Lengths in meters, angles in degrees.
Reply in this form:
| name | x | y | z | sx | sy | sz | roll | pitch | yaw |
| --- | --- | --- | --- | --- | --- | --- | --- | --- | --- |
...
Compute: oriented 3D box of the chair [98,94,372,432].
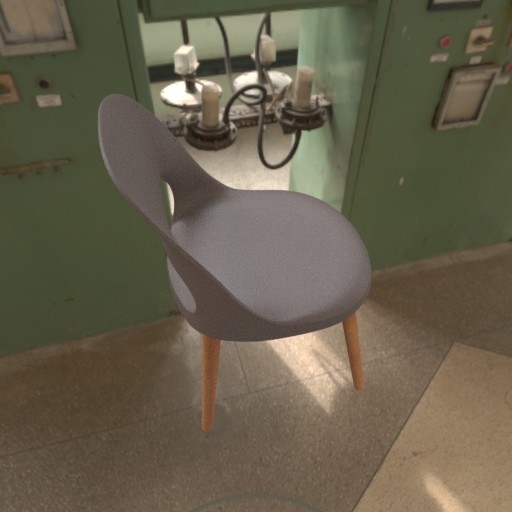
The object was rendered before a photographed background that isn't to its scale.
| name | x | y | z | sx | sy | sz | roll | pitch | yaw |
| --- | --- | --- | --- | --- | --- | --- | --- | --- | --- |
| chair | 0.000 | 0.000 | 1.086 | 0.556 | 0.794 | 0.470 | -11 | 47 | -10 |
